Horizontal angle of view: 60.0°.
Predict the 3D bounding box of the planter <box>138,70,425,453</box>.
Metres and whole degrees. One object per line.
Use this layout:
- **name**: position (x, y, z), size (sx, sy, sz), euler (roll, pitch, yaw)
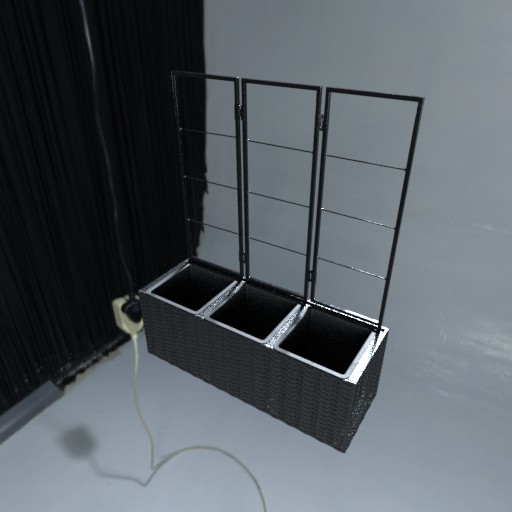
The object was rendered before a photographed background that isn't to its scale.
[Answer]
- **planter**: position (0.000, 0.000, 1.173), size (0.698, 0.841, 0.244), euler (18, 35, 28)
